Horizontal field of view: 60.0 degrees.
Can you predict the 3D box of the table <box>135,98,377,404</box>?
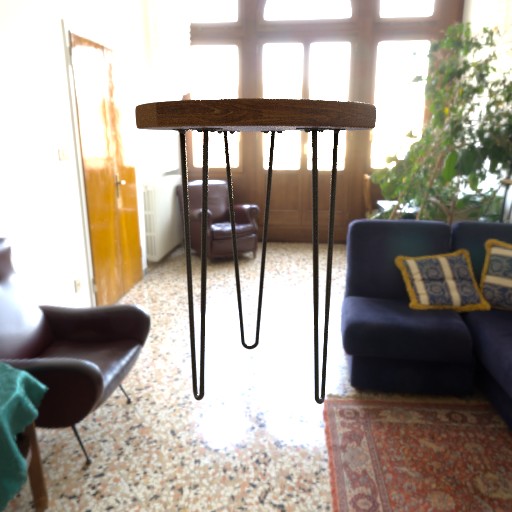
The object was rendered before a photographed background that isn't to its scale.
[{"bbox_3d":[0.000,0.000,0.821,0.400,0.520,0.400,0,15,0],"label":"table"}]
